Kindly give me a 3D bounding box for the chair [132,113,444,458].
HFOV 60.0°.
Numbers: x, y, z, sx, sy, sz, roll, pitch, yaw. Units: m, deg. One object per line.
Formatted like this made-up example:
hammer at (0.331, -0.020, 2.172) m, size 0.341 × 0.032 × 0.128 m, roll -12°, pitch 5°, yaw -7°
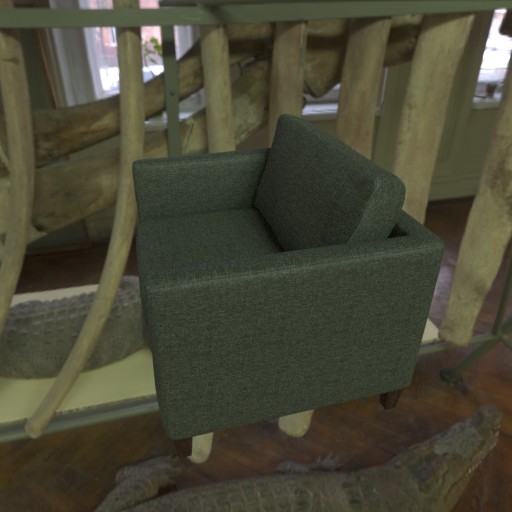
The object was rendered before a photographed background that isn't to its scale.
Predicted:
chair at (0.000, 0.000, 1.841) m, size 0.959 × 0.963 × 1.107 m, roll -8°, pitch 32°, yaw -13°
